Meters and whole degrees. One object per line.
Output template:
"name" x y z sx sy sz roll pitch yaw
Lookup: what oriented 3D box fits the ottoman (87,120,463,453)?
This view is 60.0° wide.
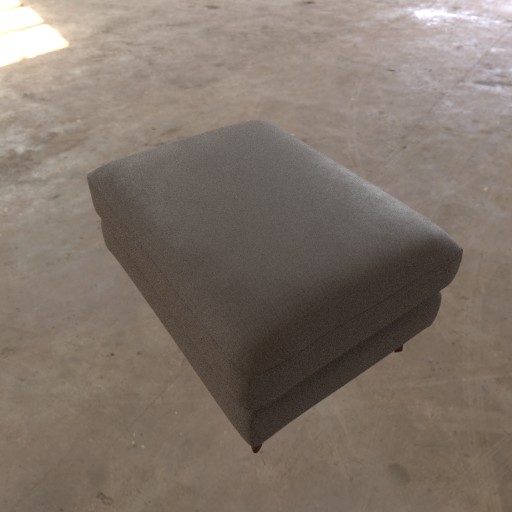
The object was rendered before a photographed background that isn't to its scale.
"ottoman" 0.000 0.000 1.184 0.608 0.449 0.811 -25 48 -25
